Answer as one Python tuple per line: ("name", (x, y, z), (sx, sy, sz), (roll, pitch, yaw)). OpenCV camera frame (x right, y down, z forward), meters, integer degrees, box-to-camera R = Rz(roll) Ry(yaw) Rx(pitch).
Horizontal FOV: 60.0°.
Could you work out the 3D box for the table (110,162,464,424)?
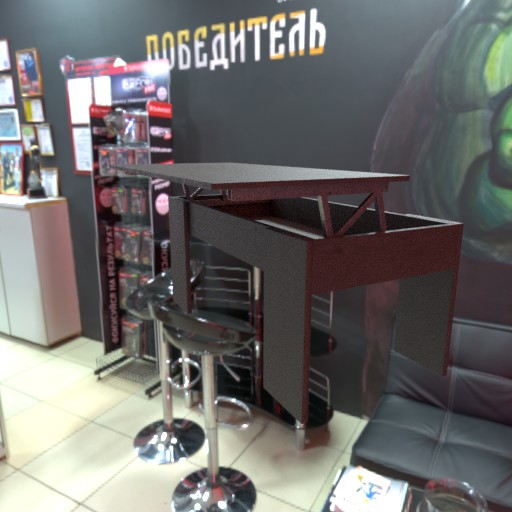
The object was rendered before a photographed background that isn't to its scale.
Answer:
("table", (0.000, 0.000, 1.462), (0.711, 0.570, 1.000), (-7, 15, -27))
